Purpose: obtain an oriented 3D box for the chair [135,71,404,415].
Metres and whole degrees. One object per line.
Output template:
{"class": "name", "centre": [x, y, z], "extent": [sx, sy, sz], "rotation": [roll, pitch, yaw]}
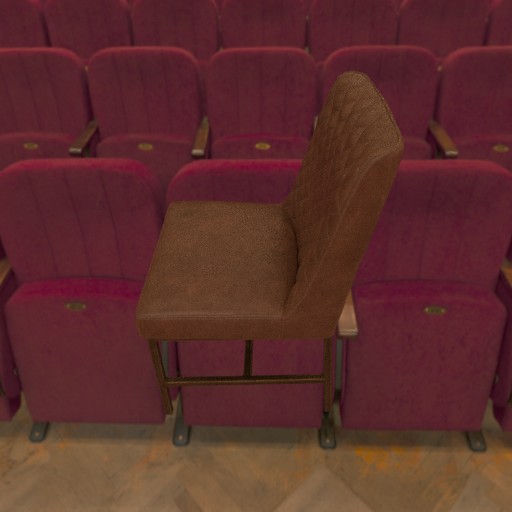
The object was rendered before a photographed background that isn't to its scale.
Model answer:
{"class": "chair", "centre": [0.000, 0.000, 1.252], "extent": [0.587, 0.889, 0.508], "rotation": [1, 40, 1]}
